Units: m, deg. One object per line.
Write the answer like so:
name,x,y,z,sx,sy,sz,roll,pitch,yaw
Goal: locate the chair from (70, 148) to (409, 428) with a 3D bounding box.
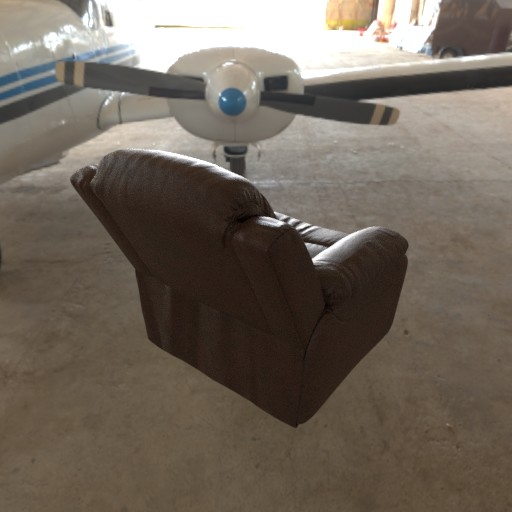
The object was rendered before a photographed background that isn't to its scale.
chair,0.000,0.000,1.257,0.680,0.702,0.707,21,35,32
